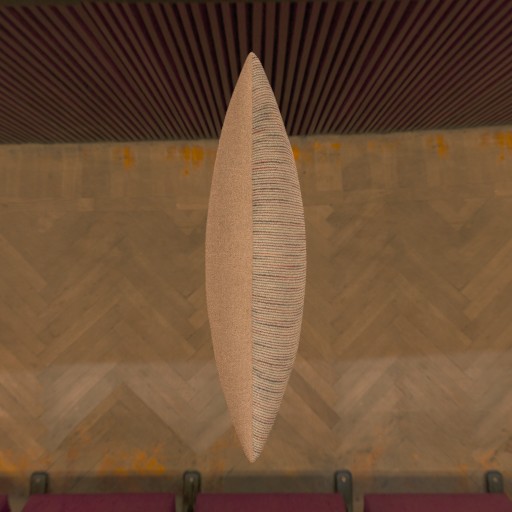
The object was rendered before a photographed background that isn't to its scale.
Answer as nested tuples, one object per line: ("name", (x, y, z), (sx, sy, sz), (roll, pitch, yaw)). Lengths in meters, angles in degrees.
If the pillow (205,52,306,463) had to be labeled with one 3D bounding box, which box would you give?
("pillow", (0.000, 0.000, 0.790), (0.178, 0.506, 0.512), (0, 90, 0))
